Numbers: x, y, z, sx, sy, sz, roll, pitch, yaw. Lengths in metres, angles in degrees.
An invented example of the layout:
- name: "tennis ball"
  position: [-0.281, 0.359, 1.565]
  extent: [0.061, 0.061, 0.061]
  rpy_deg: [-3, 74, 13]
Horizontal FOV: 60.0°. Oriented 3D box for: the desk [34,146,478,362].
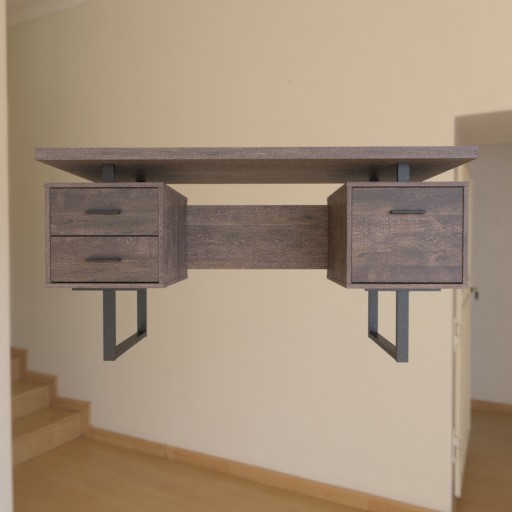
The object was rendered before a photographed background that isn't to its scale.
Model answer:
- name: "desk"
  position: [0.000, 0.000, 1.828]
  extent: [1.524, 0.760, 0.600]
  rpy_deg: [0, 1, 1]
